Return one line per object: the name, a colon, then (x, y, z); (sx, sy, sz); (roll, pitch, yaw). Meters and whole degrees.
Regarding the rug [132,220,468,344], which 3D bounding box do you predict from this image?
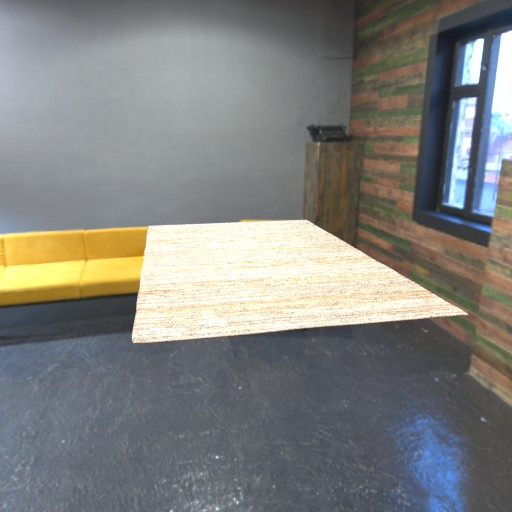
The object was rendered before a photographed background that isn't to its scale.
rug: (0.000, 0.000, 3.068); (1.529, 0.009, 2.446); (-3, 15, -11)
